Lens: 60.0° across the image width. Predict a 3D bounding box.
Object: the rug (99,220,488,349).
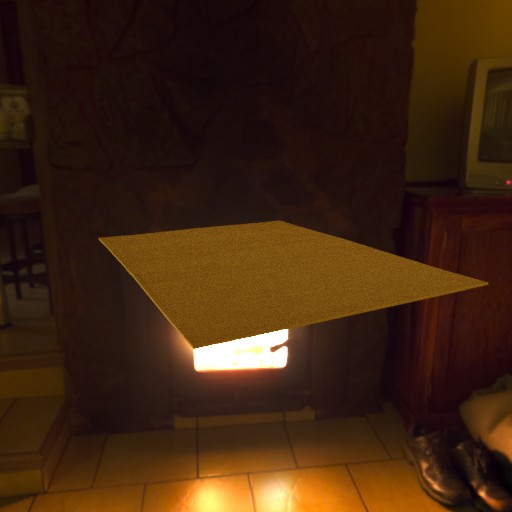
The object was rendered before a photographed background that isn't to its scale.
[{"bbox_3d":[0.000,0.000,4.278,2.434,0.045,3.202,-7,16,-27],"label":"rug"}]
